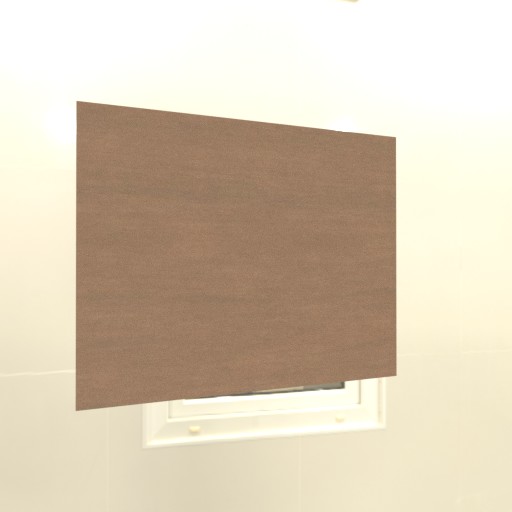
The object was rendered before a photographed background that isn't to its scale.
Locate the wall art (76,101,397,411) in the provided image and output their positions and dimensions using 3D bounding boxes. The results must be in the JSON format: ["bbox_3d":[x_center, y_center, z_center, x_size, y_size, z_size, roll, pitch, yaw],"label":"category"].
[{"bbox_3d":[0.000,0.000,0.675,0.508,0.408,0.010,0,0,-20],"label":"wall art"}]
